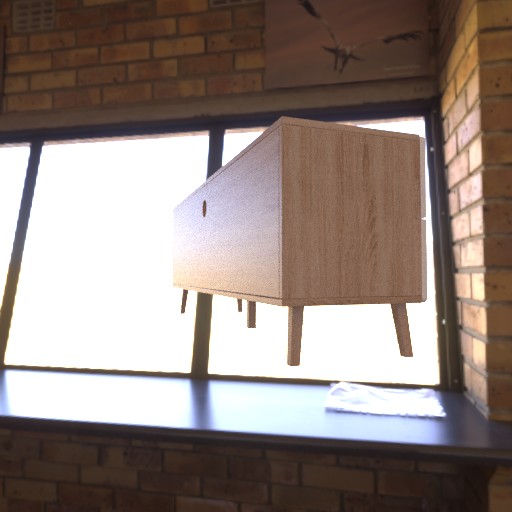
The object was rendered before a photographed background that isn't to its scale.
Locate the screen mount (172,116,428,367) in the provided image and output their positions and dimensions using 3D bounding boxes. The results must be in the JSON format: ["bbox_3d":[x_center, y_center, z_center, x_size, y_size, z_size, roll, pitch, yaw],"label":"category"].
[{"bbox_3d":[0.000,0.000,1.763,0.420,0.570,1.500,1,-2,-20],"label":"screen mount"}]
